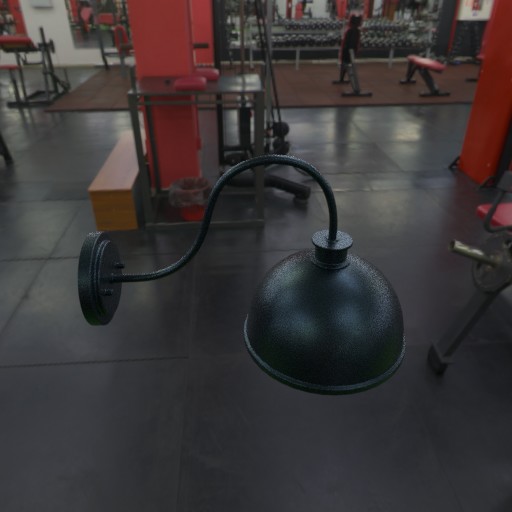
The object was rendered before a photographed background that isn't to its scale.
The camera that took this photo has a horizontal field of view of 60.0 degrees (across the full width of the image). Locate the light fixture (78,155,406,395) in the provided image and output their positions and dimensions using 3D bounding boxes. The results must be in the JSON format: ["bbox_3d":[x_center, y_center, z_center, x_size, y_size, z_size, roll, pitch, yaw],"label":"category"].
[{"bbox_3d":[0.000,0.000,0.631,0.467,0.295,0.253,-1,31,-1],"label":"light fixture"}]
